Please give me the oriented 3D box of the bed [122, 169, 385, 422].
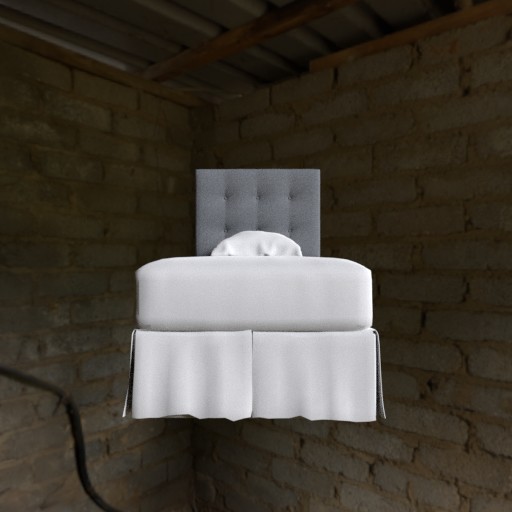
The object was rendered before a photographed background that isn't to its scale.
[{"bbox_3d":[0.000,0.000,3.076,1.261,1.571,1.997,0,0,1],"label":"bed"}]
